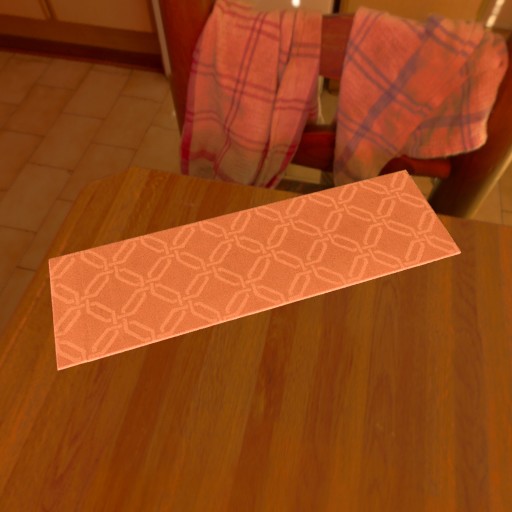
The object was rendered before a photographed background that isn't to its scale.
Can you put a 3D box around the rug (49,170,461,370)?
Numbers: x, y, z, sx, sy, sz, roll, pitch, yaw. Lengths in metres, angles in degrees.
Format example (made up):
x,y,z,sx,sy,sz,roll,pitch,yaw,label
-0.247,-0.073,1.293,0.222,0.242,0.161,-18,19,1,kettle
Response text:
x,y,z,sx,sy,sz,roll,pitch,yaw,label
0.000,0.000,2.549,2.276,0.014,0.678,-15,59,-9,rug
